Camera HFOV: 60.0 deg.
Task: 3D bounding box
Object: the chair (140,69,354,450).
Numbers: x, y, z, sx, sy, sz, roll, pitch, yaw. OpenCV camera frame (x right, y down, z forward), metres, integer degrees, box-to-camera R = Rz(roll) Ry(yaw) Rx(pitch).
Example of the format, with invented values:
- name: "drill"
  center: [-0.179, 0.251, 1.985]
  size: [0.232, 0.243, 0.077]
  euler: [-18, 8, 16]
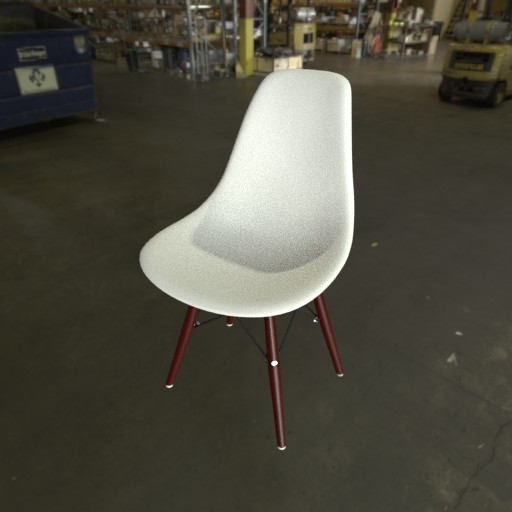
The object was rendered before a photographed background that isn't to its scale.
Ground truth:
- name: "chair"
  center: [0.000, 0.000, 1.131]
  size: [0.470, 0.826, 0.533]
  euler: [18, 35, 28]
